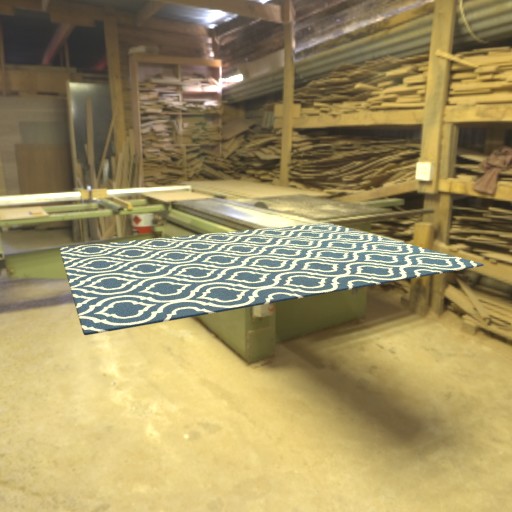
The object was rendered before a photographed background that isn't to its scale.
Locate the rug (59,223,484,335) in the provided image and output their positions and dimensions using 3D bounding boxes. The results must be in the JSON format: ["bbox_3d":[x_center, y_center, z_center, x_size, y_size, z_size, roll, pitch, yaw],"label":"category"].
[{"bbox_3d":[0.000,0.000,2.711,2.134,0.010,1.524,-7,16,-25],"label":"rug"}]
